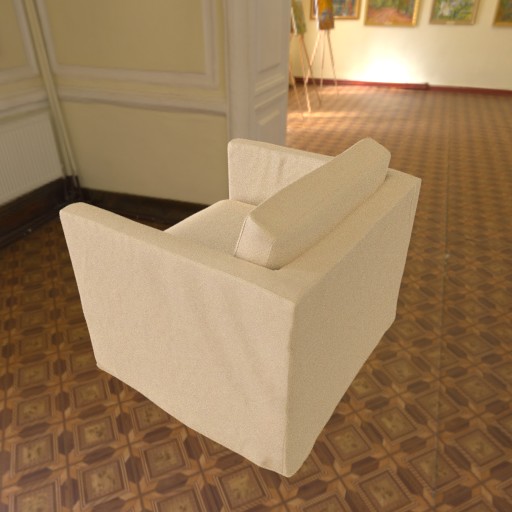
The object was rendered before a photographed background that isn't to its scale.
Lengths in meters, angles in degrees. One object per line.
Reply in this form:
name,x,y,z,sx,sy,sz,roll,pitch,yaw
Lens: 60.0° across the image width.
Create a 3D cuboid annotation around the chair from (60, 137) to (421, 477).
chair,0.000,0.000,1.762,0.947,0.851,1.057,19,36,29
